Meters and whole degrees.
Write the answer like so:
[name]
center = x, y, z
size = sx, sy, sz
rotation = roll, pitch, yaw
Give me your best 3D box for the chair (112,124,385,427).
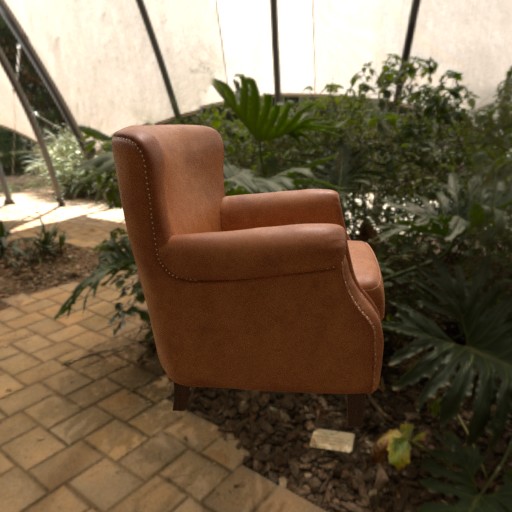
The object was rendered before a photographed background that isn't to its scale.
[chair]
center = 0.000, 0.000, 1.653
size = 0.921, 0.936, 0.861
rotation = 3, 17, 8
